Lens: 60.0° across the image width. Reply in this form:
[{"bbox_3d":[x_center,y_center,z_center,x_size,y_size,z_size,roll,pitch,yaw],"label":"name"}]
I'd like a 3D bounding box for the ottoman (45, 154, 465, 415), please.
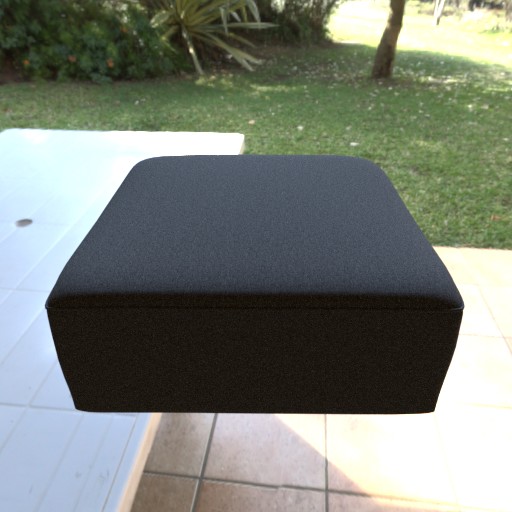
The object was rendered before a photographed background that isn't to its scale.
[{"bbox_3d":[0.000,0.000,1.538,1.015,0.464,1.005,0,32,0],"label":"ottoman"}]
